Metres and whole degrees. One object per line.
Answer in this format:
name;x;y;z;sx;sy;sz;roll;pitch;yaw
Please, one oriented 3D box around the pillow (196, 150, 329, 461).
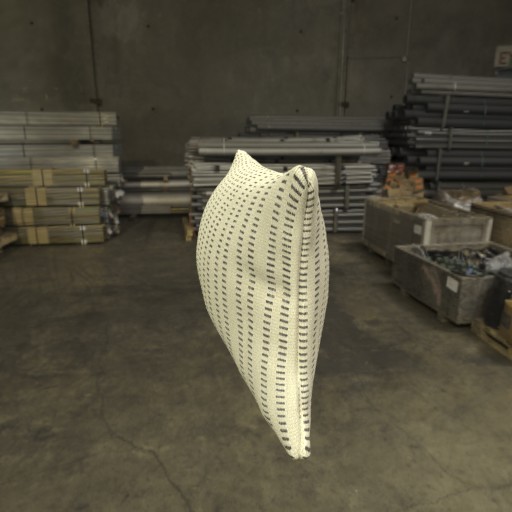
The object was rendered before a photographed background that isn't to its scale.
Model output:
pillow;0.000;0.000;0.790;0.210;0.353;0.640;-2;15;-8
